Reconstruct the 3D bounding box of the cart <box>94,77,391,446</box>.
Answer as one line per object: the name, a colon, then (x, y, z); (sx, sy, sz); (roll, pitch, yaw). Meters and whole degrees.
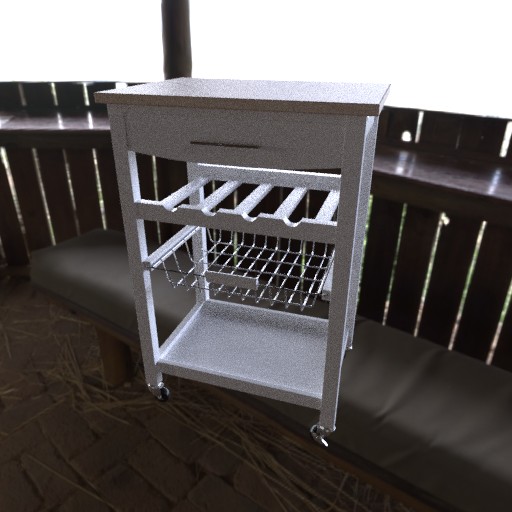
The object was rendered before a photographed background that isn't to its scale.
cart: (0.000, 0.000, 1.201); (0.578, 0.857, 0.406); (8, 27, 16)
